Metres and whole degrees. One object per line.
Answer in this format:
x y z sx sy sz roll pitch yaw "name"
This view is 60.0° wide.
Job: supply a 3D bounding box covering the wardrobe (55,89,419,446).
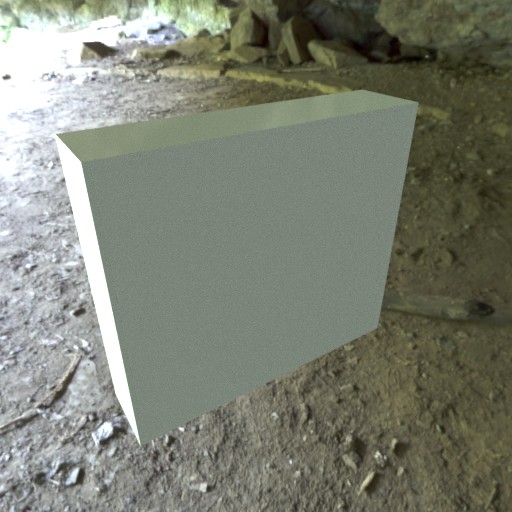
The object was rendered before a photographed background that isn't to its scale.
0.000 0.000 1.927 1.340 1.200 0.360 -18 36 -28 "wardrobe"
